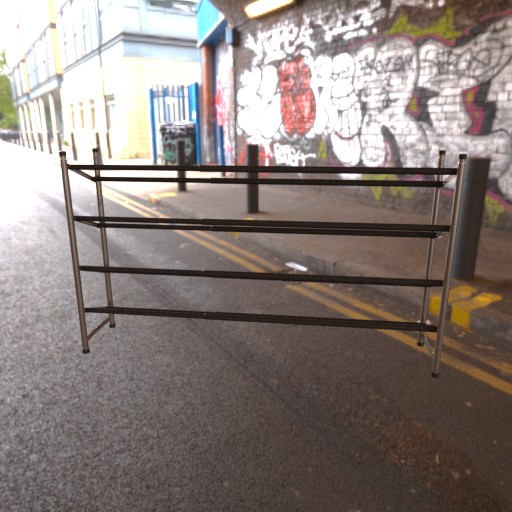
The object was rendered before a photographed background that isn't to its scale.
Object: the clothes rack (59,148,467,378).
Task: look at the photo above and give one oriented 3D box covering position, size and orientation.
[{"bbox_3d":[0.000,0.000,1.449,1.168,0.672,0.229,2,16,7],"label":"clothes rack"}]
